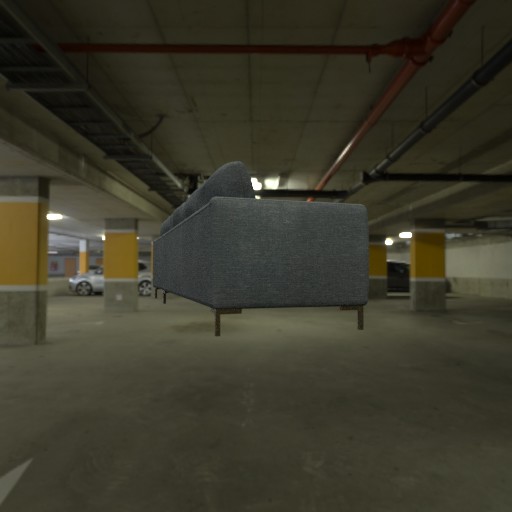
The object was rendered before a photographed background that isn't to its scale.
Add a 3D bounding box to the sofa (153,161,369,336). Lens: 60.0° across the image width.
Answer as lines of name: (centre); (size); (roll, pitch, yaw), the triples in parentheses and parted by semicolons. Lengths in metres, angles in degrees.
sofa: (0.000, 0.000, 3.500); (1.350, 0.810, 2.932); (1, -2, -18)
